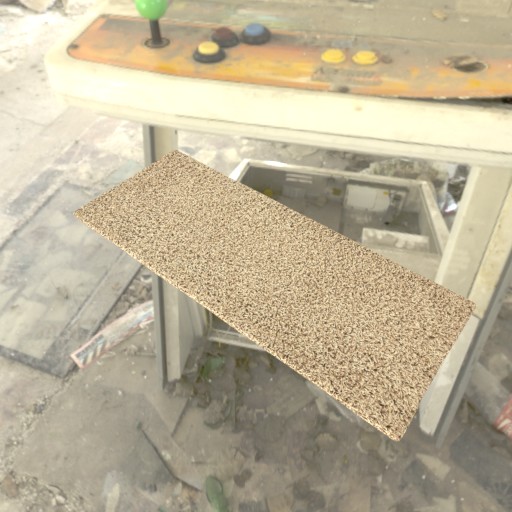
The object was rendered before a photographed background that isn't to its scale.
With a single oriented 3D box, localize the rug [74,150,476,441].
[{"bbox_3d":[0.000,0.000,1.733,1.524,0.030,0.609,31,54,25],"label":"rug"}]
